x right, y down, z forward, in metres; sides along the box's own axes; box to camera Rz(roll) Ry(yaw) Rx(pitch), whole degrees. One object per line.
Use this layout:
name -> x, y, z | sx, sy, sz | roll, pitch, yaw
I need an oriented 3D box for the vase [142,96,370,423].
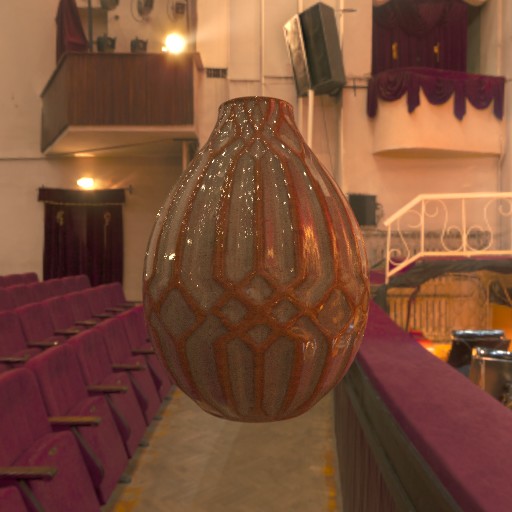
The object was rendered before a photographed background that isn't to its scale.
vase -> 0.000, 0.000, 0.263 | 0.131, 0.175, 0.131 | 0, 1, 0
